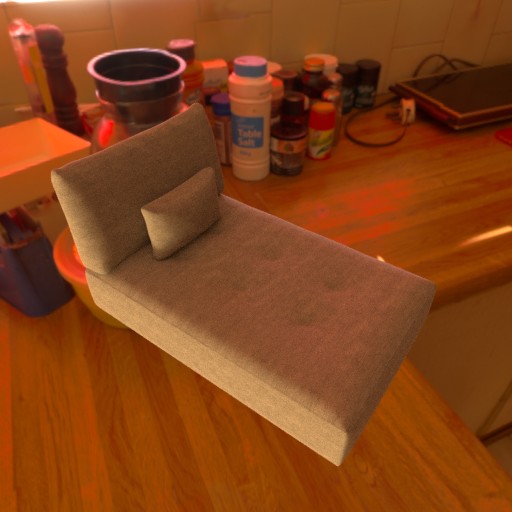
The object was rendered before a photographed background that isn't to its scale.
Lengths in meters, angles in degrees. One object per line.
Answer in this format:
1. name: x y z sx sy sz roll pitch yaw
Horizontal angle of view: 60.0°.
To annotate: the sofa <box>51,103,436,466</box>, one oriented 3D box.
1. sofa: 0.000 0.000 1.996 1.450 0.820 0.930 25 47 27
